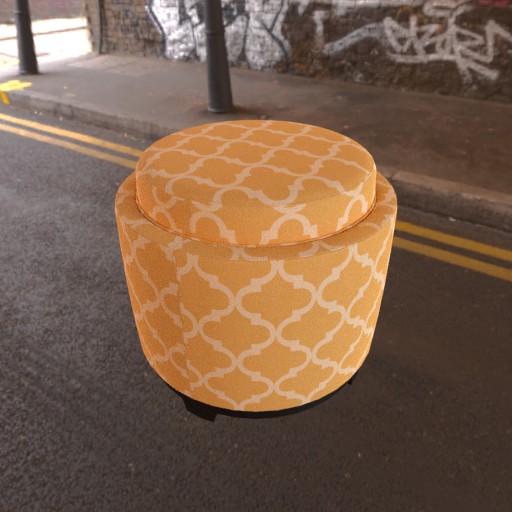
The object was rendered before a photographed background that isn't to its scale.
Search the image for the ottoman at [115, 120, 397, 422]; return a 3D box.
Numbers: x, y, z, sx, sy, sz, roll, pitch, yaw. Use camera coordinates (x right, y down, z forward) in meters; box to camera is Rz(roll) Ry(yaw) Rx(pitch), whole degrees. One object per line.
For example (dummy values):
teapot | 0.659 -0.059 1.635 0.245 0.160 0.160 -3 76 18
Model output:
ottoman | 0.000 0.000 0.842 0.480 0.429 0.480 0 33 0
